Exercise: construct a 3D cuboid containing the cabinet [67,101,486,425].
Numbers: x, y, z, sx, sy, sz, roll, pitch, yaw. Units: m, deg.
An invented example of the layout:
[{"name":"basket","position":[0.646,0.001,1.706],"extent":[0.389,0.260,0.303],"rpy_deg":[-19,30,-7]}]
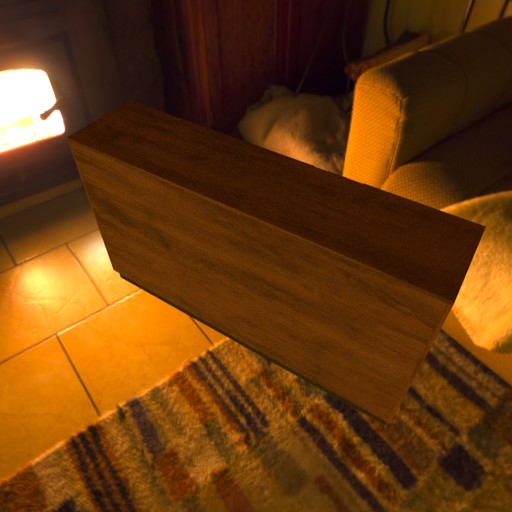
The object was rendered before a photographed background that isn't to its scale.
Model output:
[{"name":"cabinet","position":[0.000,0.000,1.997],"extent":[1.600,0.900,0.420],"rpy_deg":[25,51,22]}]
